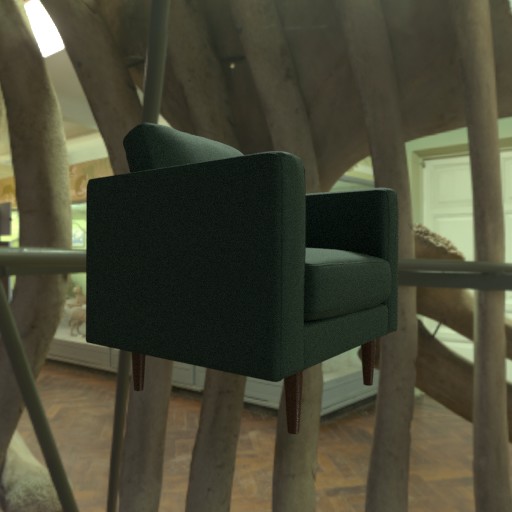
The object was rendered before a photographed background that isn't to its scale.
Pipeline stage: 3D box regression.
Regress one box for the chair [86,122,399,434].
[{"bbox_3d":[0.000,0.000,1.564,0.800,0.927,0.855,0,0,36],"label":"chair"}]
